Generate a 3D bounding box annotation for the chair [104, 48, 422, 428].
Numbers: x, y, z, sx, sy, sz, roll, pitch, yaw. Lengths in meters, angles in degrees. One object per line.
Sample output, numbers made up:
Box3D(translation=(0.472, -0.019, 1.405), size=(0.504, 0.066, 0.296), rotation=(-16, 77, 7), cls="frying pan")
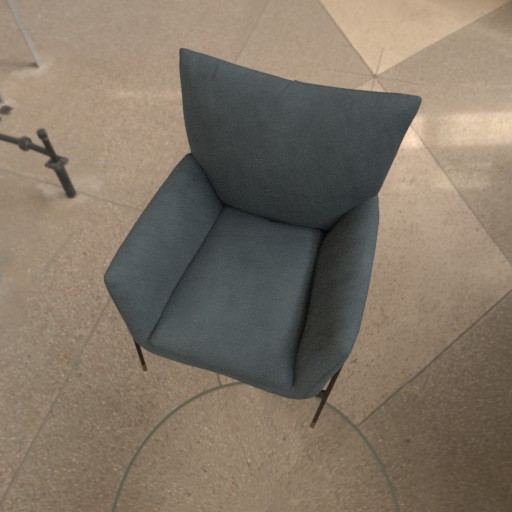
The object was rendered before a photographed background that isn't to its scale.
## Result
Box3D(translation=(0.000, 0.000, 1.375), size=(0.678, 0.858, 0.709), rotation=(16, 60, 9), cls="chair")
